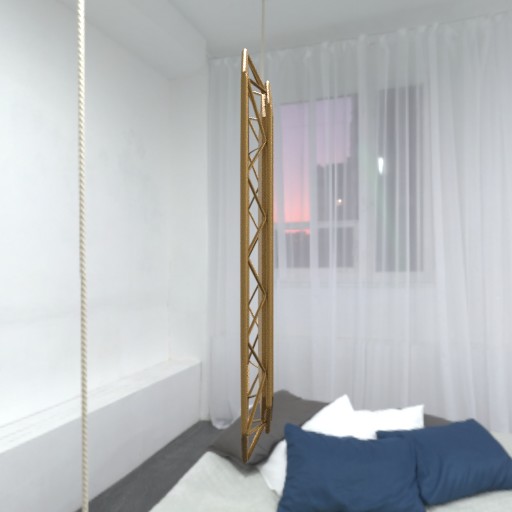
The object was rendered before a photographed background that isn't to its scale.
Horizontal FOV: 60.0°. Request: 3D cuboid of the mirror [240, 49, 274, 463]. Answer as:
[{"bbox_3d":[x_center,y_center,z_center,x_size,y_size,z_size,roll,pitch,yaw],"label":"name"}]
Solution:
[{"bbox_3d":[0.000,0.000,0.737,0.042,0.566,0.417,0,0,-1],"label":"mirror"}]
